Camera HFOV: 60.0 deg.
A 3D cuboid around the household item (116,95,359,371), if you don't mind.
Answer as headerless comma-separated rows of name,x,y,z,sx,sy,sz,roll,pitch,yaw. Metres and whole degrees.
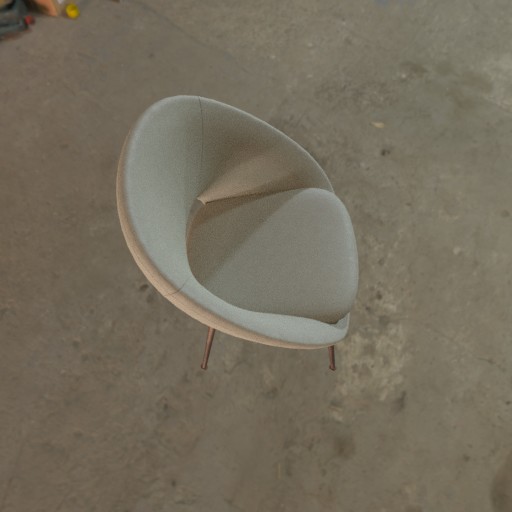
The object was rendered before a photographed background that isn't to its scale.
household item,0.000,0.000,1.271,0.573,0.852,0.623,0,62,0
